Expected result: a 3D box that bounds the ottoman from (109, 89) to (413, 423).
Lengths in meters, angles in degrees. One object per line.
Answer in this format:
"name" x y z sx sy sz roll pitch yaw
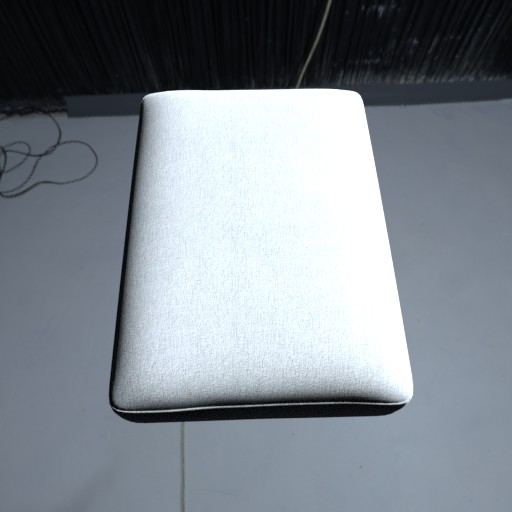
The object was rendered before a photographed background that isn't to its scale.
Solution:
"ottoman" 0.000 0.000 1.053 0.549 0.428 0.749 -1 64 -1
